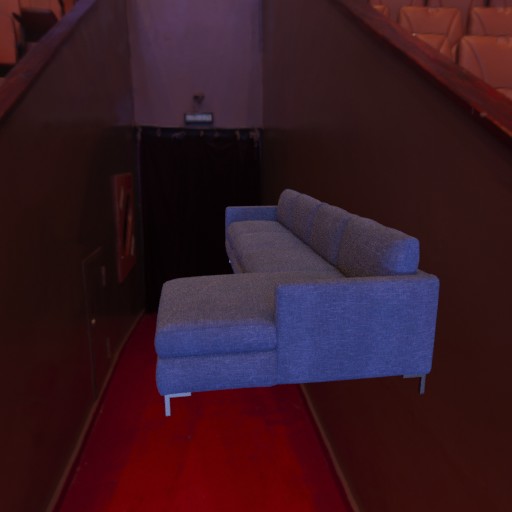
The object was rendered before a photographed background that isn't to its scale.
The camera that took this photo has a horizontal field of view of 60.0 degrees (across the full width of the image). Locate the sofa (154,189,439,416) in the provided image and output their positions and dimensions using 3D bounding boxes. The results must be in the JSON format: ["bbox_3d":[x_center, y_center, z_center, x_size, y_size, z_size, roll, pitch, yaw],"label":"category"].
[{"bbox_3d":[0.000,0.000,3.419,1.350,0.810,2.932,-2,13,-8],"label":"sofa"}]
